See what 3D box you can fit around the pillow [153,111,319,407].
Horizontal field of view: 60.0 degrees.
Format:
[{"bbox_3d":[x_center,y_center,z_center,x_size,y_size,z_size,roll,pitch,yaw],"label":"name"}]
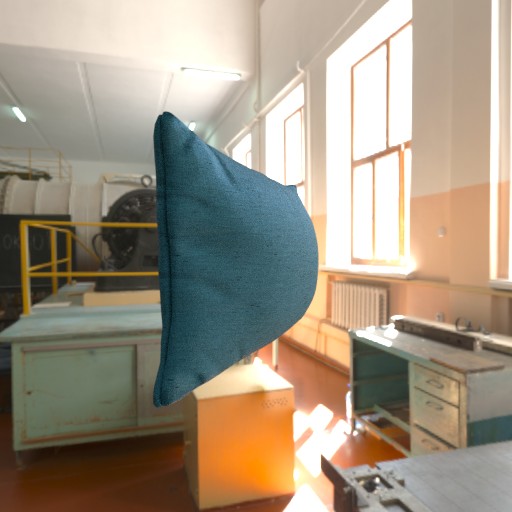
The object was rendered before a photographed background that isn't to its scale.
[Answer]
[{"bbox_3d":[0.000,0.000,0.795,0.210,0.338,0.633,0,1,18],"label":"pillow"}]
